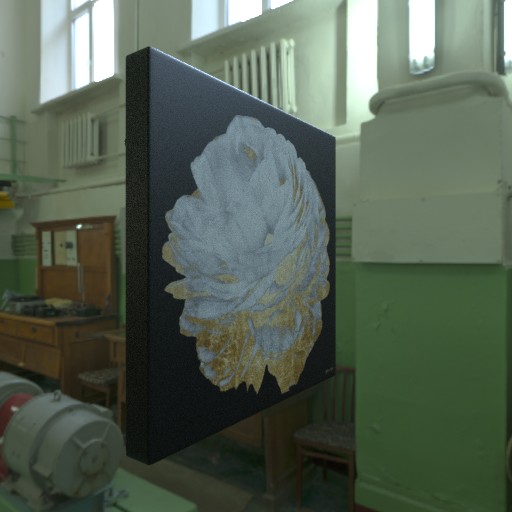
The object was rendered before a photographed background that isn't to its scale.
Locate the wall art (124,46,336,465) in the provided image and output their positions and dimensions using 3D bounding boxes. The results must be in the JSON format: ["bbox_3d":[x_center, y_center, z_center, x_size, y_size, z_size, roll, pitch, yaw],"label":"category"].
[{"bbox_3d":[0.000,0.000,0.602,0.041,0.407,0.406,0,0,36],"label":"wall art"}]
